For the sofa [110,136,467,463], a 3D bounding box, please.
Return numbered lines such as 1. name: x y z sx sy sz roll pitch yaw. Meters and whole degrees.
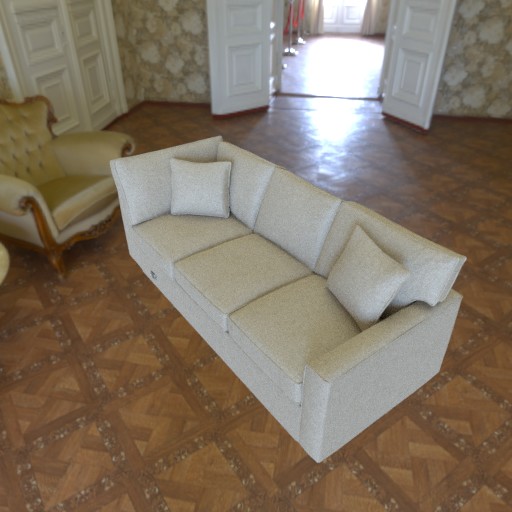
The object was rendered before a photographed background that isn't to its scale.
1. sofa: 0.000 0.000 2.941 1.053 0.948 2.323 -22 39 -30
